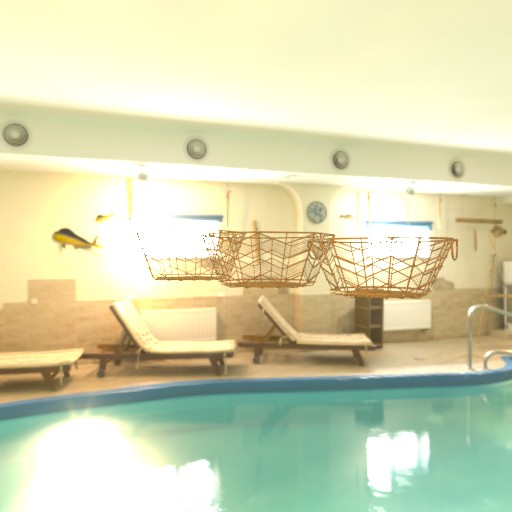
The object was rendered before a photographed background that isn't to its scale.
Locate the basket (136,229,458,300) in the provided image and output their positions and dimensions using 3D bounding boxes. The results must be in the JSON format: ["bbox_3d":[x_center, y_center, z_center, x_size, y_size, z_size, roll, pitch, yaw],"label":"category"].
[{"bbox_3d":[0.000,0.000,1.365,0.432,0.178,1.245,0,0,-38],"label":"basket"}]
